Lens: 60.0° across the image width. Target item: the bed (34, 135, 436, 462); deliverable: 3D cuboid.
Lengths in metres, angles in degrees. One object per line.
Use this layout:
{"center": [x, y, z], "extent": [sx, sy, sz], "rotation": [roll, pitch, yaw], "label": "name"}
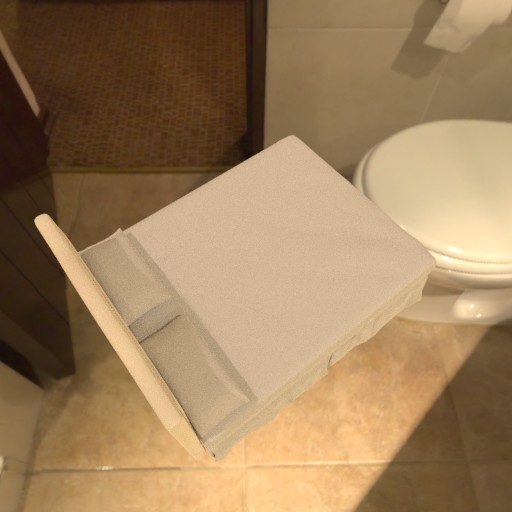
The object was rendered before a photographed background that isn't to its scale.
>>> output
{"center": [0.000, 0.000, 3.553], "extent": [2.477, 1.437, 1.977], "rotation": [-34, 65, -18], "label": "bed"}
